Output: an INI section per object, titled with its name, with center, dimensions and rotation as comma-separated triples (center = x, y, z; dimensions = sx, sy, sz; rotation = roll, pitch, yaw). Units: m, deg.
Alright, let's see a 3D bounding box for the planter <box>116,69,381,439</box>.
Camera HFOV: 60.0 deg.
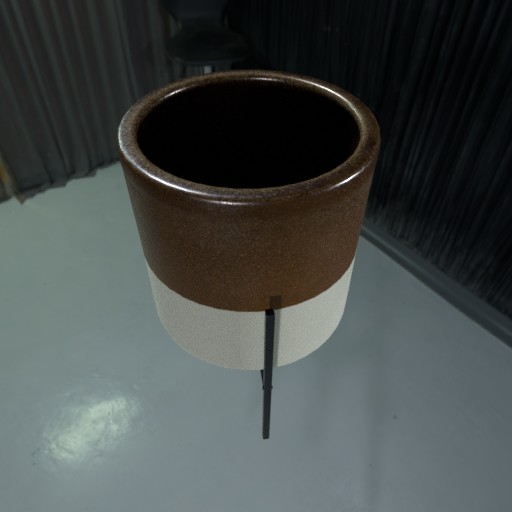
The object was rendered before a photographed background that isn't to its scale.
[planter]
center = 0.000, 0.000, 0.555
dimensions = 0.269, 0.375, 0.255
rotation = -30, 52, -27
